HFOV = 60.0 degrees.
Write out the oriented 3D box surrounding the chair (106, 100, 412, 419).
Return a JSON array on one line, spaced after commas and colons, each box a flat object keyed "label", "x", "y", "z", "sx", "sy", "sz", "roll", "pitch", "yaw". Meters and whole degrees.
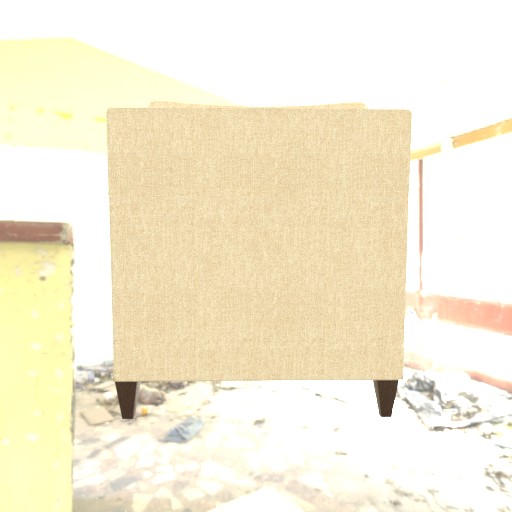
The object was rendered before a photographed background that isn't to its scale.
[{"label": "chair", "x": 0.000, "y": 0.000, "z": 1.722, "sx": 0.838, "sy": 0.940, "sz": 1.041, "roll": 0, "pitch": 1, "yaw": -1}]
